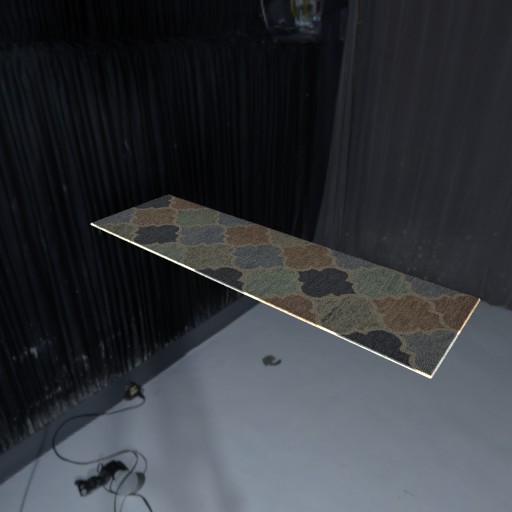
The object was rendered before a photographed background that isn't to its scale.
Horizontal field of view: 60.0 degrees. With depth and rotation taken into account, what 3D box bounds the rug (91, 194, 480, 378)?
[{"bbox_3d":[0.000,0.000,2.579,2.287,0.011,0.687,21,35,33],"label":"rug"}]
